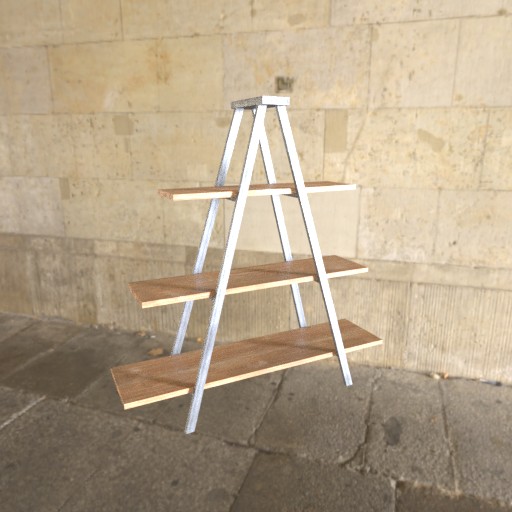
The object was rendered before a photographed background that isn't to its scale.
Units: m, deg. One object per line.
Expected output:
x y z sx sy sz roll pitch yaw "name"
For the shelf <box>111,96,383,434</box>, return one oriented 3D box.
0.000 0.000 2.706 1.746 1.808 0.508 -7 16 -26 "shelf"
